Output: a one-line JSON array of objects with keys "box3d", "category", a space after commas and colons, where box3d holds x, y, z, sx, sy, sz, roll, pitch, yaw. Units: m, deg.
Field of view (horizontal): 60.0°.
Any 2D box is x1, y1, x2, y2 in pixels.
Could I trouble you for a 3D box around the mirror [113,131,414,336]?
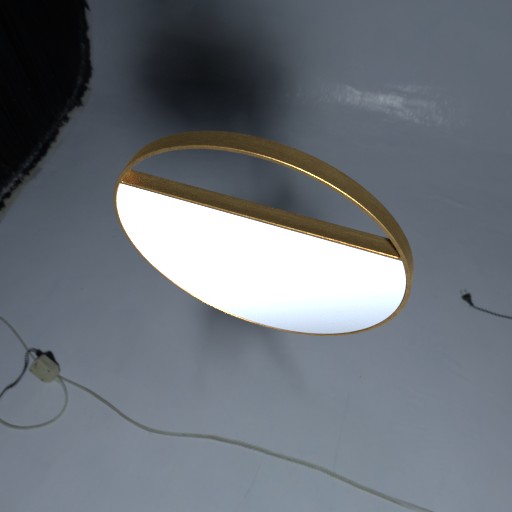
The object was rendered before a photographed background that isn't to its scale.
[{"box3d": [0.000, 0.000, 0.841, 0.565, 0.565, 0.032, 16, 59, 10], "category": "mirror"}]
